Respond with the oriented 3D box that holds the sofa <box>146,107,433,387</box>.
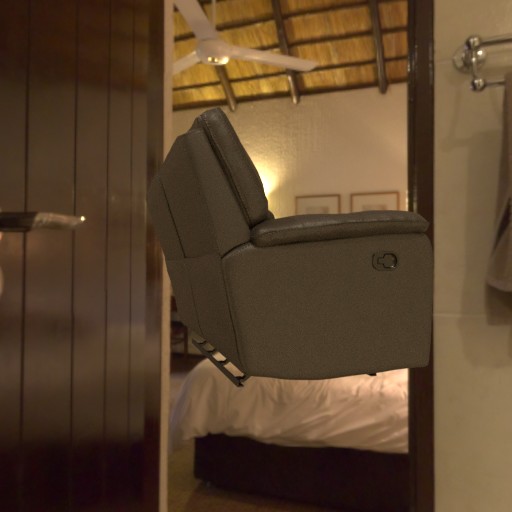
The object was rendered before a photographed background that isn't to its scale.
[{"bbox_3d":[0.000,0.000,2.474,1.104,1.111,1.765,0,-1,-18],"label":"sofa"}]
